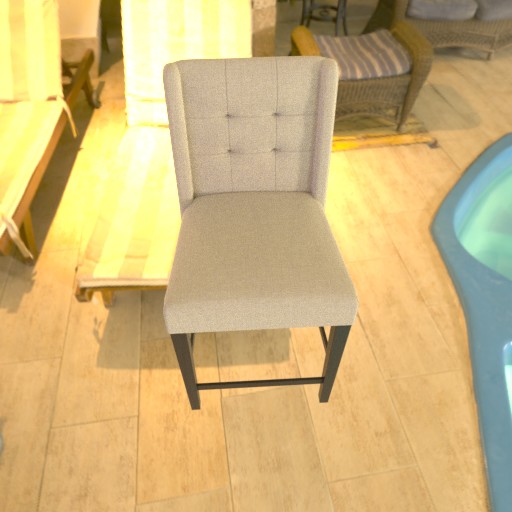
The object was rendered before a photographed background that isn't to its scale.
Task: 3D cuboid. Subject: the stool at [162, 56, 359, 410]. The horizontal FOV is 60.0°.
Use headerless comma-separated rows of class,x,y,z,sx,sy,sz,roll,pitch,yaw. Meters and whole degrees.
stool,0.000,0.000,1.284,0.474,0.939,0.509,-2,47,-2
